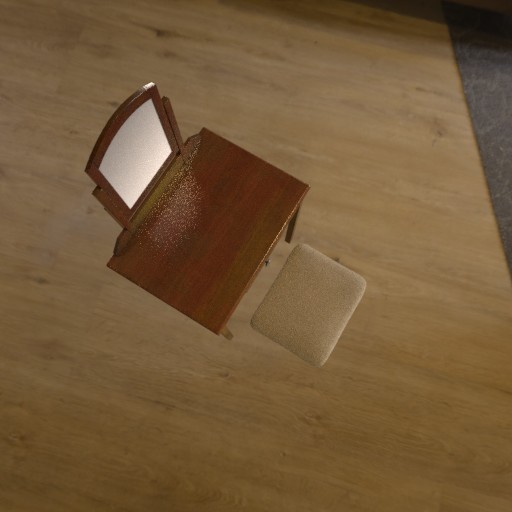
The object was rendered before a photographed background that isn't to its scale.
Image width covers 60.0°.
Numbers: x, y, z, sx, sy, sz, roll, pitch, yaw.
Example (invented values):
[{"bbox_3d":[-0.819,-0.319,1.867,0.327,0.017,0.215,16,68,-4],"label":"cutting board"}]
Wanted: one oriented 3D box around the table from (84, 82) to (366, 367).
[{"bbox_3d":[0.000,0.000,2.251,1.211,1.631,0.876,30,78,7],"label":"table"}]
